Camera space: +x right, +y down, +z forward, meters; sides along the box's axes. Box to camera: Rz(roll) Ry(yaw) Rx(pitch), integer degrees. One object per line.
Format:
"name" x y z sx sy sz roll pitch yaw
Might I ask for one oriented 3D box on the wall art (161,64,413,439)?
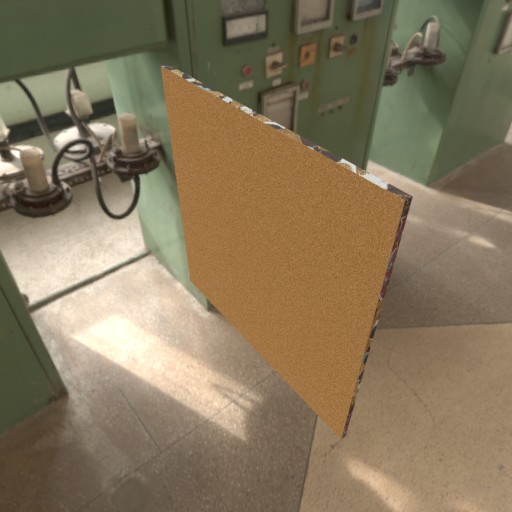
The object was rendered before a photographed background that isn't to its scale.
"wall art" 0.000 0.000 0.613 0.010 0.406 0.404 -27 48 -27
